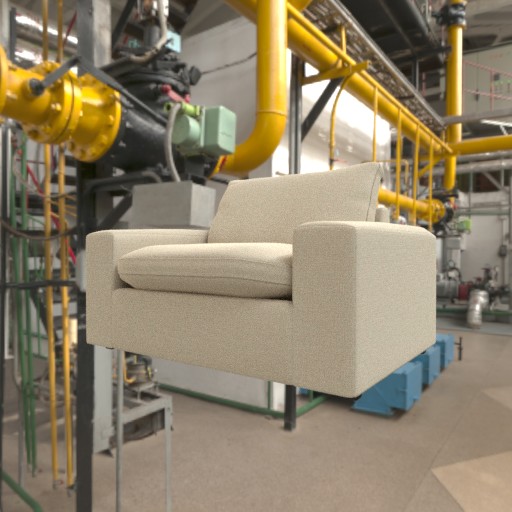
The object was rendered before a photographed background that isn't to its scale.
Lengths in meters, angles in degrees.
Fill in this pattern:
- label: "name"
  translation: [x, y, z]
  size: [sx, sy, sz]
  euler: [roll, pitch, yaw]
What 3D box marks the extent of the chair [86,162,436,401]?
- label: "chair"
  translation: [0.000, 0.000, 2.117]
  size: [1.398, 0.915, 1.039]
  euler: [1, 1, 36]
